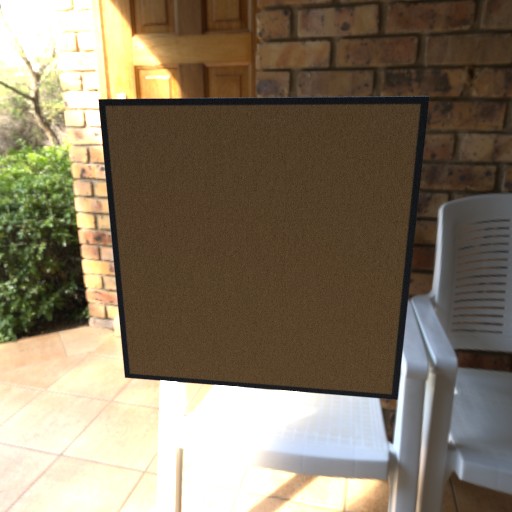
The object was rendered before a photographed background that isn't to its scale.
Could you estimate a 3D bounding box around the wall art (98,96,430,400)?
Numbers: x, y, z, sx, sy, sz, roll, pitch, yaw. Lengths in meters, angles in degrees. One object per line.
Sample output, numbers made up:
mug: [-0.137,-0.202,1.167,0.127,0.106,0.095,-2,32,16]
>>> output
wall art: [0.000,0.000,1.193,0.805,0.803,0.022,2,17,8]
